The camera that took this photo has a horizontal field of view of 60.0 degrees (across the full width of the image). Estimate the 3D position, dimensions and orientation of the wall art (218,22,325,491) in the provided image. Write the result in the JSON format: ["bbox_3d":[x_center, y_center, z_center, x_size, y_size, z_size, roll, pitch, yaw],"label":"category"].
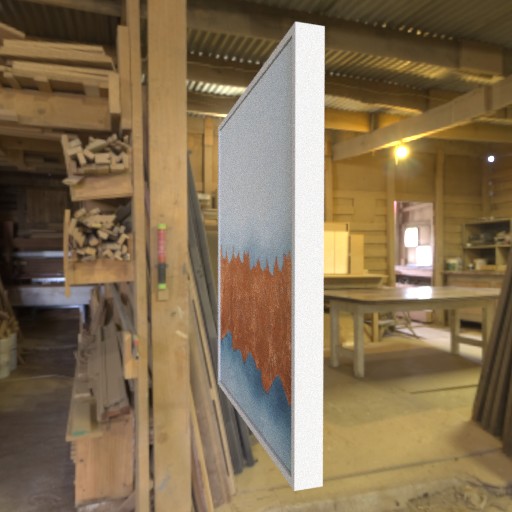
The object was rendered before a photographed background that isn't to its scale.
[{"bbox_3d":[0.000,0.000,0.744,0.039,0.553,0.451,0,0,-16],"label":"wall art"}]
